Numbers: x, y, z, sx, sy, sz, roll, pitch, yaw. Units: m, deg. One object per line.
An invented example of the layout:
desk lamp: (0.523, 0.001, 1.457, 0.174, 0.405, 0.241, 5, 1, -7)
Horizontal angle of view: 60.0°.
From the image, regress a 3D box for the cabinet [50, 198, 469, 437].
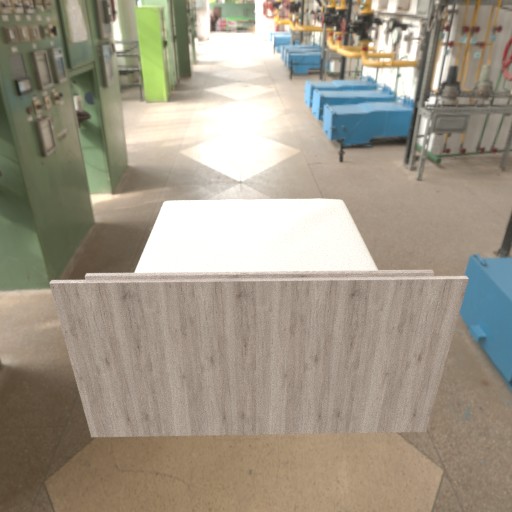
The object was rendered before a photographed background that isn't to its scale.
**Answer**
cabinet: (0.000, 0.000, 2.984, 1.750, 0.970, 2.080, -1, 29, -1)
